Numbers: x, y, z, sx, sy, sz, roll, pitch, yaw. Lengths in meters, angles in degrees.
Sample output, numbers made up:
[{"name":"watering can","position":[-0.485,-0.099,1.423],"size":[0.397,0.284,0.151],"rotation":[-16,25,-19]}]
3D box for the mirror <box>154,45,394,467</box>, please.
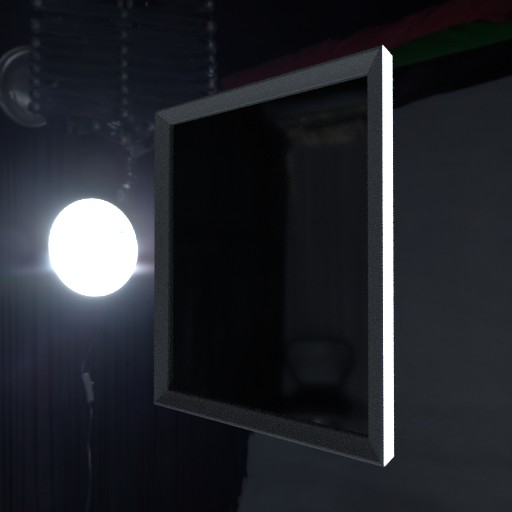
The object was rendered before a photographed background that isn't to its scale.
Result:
[{"name":"mirror","position":[0.000,0.000,0.668],"size":[0.406,0.509,0.041],"rotation":[-1,-1,36]}]
